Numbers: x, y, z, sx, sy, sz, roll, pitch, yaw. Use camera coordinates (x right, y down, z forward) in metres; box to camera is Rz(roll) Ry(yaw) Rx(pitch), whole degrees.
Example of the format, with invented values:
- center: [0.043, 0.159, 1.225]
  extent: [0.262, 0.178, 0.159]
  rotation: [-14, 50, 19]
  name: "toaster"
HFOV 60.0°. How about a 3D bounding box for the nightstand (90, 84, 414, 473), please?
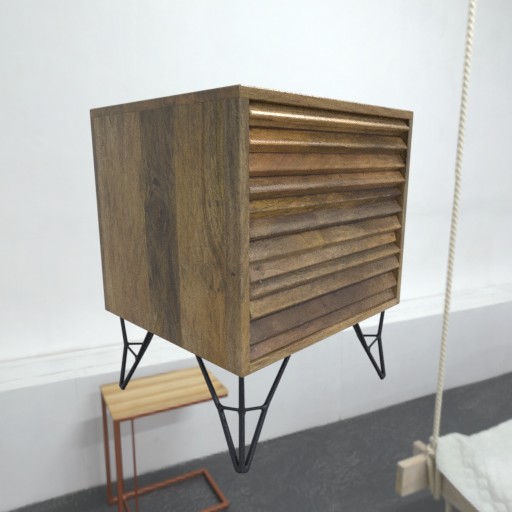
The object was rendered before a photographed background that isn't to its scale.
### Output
- center: [0.000, 0.000, 0.888]
  extent: [0.406, 0.559, 0.457]
  rotation: [12, 17, 44]
  name: "nightstand"
